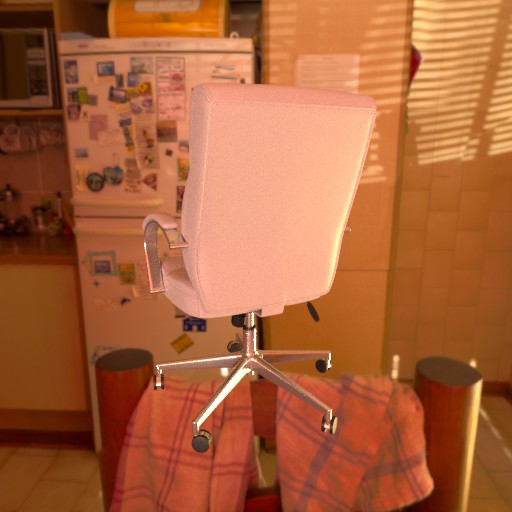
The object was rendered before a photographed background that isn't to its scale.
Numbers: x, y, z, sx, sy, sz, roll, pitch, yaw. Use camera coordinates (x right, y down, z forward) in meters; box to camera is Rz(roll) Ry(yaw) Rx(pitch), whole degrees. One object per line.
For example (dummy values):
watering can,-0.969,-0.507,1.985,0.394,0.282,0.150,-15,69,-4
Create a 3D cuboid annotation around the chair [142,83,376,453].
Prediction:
chair,0.000,0.000,1.622,0.727,1.099,0.745,-7,15,-26
